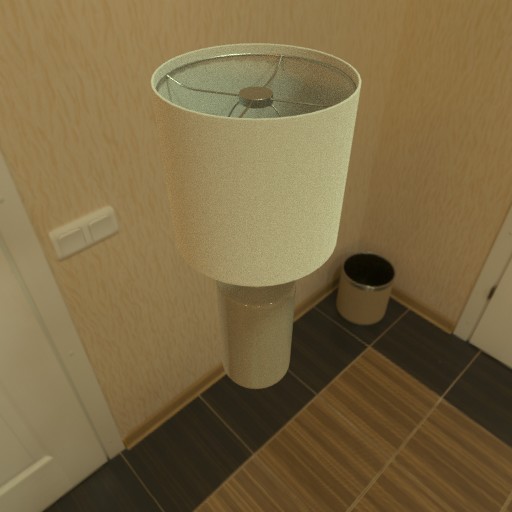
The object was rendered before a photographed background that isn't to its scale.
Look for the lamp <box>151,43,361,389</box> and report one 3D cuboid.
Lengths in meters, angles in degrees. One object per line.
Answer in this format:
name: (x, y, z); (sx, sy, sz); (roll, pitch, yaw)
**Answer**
lamp: (0.000, 0.000, 0.615); (0.212, 0.493, 0.212); (12, 43, 13)
